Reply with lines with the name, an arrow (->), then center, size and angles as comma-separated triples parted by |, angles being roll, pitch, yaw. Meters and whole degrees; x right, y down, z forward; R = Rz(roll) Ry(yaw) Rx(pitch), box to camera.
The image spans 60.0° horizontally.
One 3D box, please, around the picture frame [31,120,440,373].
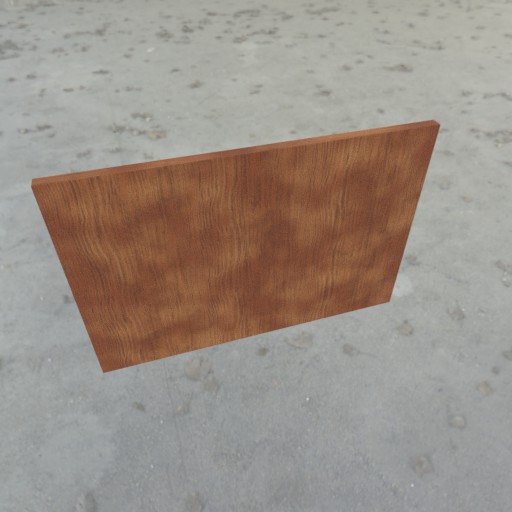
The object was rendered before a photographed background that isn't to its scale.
picture frame -> 0.000, 0.000, 1.211 | 0.950, 0.640, 0.029 | -12, 42, -13
